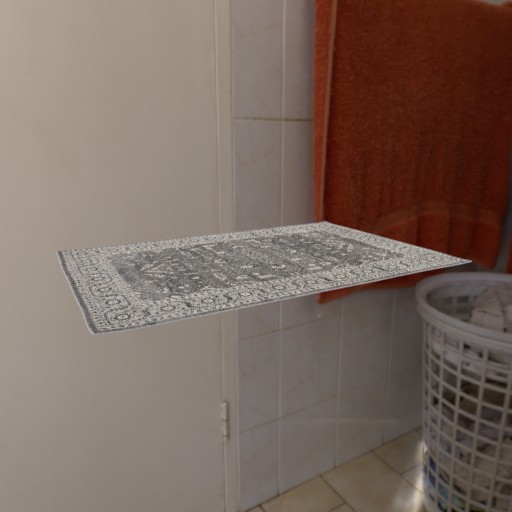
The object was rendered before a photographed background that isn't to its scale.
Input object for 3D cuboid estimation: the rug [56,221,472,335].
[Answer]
[{"bbox_3d":[0.000,0.000,2.315,1.828,0.019,1.209,-8,17,-28],"label":"rug"}]
